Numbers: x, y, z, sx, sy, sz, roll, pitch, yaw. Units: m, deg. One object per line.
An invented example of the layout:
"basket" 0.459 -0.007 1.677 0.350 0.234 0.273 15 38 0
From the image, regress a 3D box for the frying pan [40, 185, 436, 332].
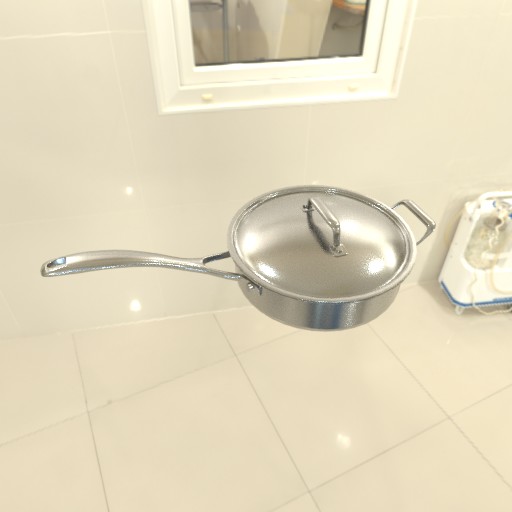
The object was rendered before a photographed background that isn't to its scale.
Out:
"frying pan" 0.000 0.000 0.568 0.492 0.111 0.245 -12 42 -14
